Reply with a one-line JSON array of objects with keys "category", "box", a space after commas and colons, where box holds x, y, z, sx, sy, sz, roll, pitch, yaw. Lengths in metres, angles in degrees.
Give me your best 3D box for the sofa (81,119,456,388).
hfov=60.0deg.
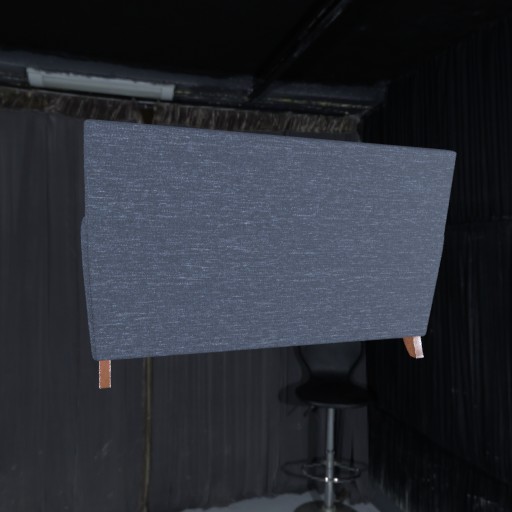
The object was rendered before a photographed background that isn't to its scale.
[{"category": "sofa", "box": [0.000, 0.000, 1.921, 1.420, 0.846, 0.875, 0, 1, -19]}]
